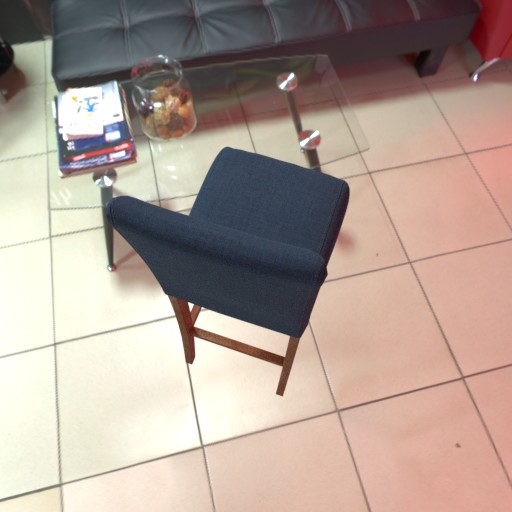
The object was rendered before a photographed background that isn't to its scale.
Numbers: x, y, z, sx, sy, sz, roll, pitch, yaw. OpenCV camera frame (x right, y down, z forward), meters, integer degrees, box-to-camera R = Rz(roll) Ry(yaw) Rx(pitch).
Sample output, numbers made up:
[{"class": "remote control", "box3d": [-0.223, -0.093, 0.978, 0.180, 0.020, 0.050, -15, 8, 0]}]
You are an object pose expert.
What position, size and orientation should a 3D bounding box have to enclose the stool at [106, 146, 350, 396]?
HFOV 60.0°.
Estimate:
[{"class": "stool", "box3d": [0.000, 0.000, 1.390, 0.454, 1.088, 0.574, 17, 64, 9]}]
